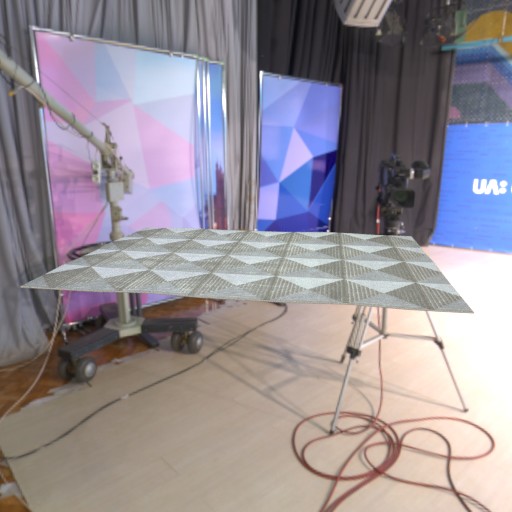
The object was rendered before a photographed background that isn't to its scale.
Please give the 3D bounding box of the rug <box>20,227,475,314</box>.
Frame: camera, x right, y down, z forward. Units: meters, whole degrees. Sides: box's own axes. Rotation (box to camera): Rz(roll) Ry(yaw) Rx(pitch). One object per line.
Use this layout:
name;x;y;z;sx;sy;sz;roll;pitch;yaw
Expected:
rug;0.000;0.000;4.351;3.333;0.027;2.428;2;15;9
